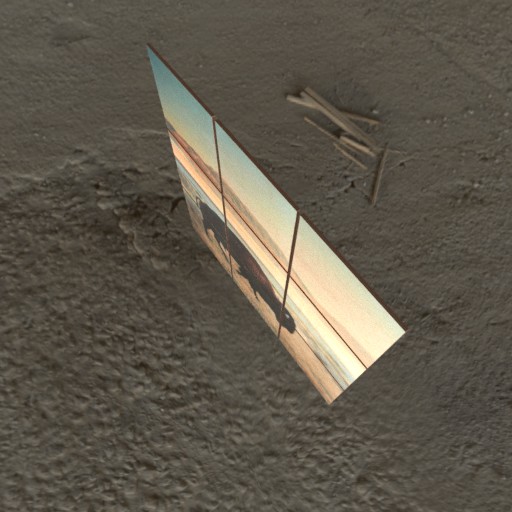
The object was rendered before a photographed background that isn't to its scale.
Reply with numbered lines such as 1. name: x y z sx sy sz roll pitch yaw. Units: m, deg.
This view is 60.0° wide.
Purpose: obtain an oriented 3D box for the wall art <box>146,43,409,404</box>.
1. wall art: 0.000 0.000 1.809 0.019 1.218 1.221 -33 68 -15
